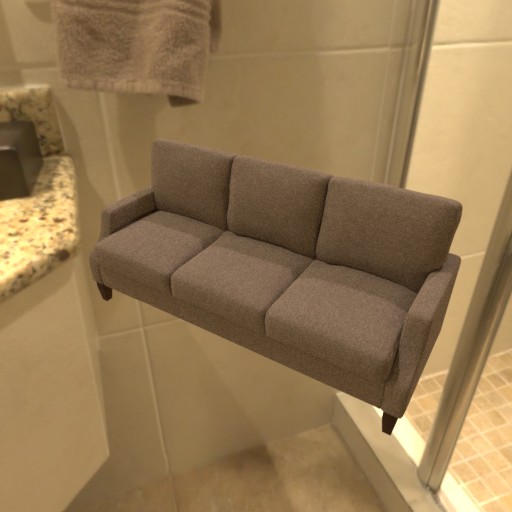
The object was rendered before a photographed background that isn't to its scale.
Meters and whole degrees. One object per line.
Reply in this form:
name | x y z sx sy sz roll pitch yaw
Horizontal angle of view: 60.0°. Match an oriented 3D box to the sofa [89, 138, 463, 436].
sofa | 0.000 0.000 2.640 2.115 0.984 0.888 18 36 28
